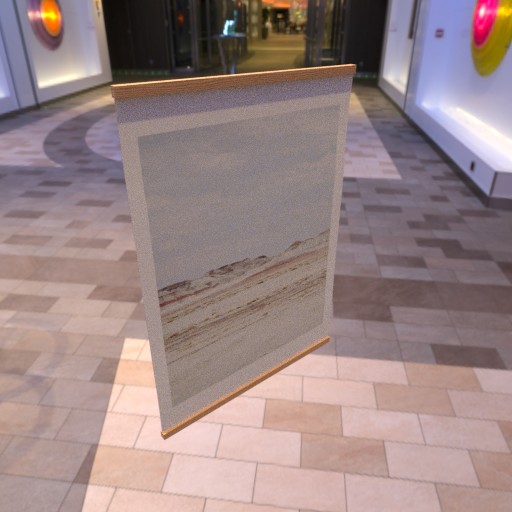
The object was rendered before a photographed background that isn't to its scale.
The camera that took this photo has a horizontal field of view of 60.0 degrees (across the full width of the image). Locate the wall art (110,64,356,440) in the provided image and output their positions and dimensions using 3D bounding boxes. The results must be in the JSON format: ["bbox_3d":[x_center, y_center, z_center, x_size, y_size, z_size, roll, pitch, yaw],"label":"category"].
[{"bbox_3d":[0.000,0.000,1.327,0.739,1.016,0.020,-21,35,-34],"label":"wall art"}]
